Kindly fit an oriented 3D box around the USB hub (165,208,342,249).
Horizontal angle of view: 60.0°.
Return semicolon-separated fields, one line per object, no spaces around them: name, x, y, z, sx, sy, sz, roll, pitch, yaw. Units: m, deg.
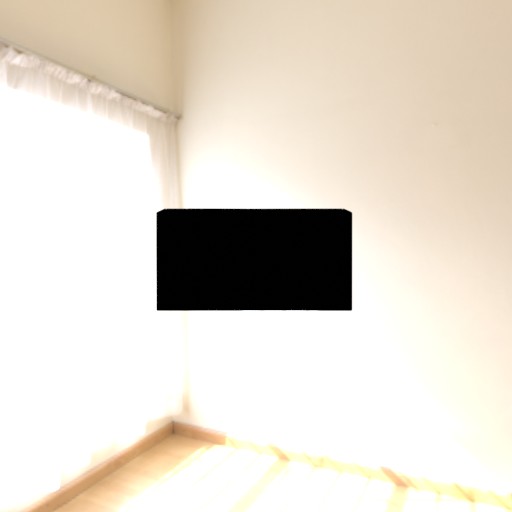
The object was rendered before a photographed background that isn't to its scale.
USB hub;0.000;0.000;0.127;0.044;0.023;0.110;0;2;1
